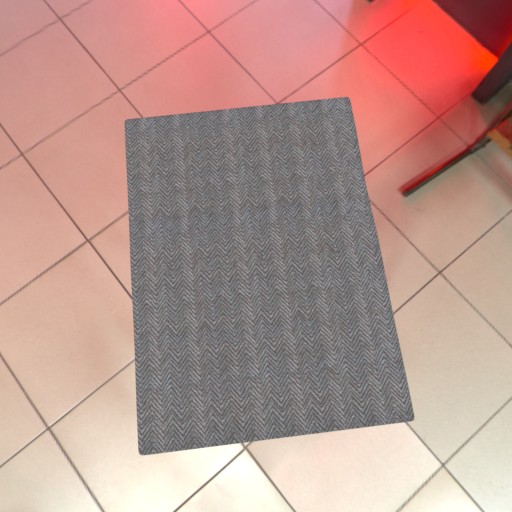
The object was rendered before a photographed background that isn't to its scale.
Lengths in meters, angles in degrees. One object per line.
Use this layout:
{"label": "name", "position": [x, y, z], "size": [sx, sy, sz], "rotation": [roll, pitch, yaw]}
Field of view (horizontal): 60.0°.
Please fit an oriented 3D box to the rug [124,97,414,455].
{"label": "rug", "position": [0.000, 0.000, 5.132], "size": [2.894, 0.011, 3.957], "rotation": [-6, 74, -2]}
